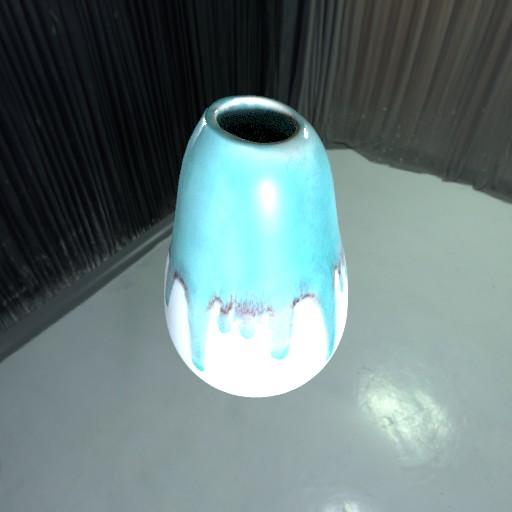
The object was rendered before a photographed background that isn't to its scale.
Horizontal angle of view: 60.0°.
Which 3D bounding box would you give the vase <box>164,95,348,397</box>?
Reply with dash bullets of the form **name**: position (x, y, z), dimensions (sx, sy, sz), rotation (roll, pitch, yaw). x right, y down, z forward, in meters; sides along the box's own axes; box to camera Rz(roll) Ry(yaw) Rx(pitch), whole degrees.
- **vase**: position (0.000, 0.000, 0.258), dimensions (0.116, 0.179, 0.116), rotation (0, 45, 0)
